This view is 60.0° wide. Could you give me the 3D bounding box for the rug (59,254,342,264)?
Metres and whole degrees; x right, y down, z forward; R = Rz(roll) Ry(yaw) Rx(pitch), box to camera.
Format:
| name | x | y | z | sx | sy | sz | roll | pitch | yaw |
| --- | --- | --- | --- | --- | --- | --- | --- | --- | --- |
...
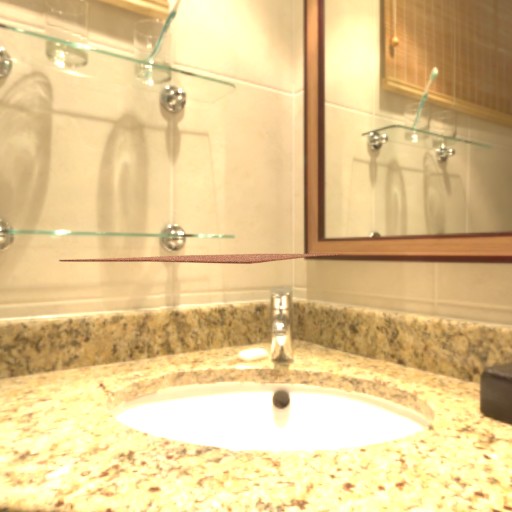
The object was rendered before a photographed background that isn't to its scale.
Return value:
| name | x | y | z | sx | sy | sz | roll | pitch | yaw |
| --- | --- | --- | --- | --- | --- | --- | --- | --- | --- |
| rug | 0.000 | 0.000 | 2.591 | 0.718 | 0.013 | 2.353 | 0 | 1 | 18 |
